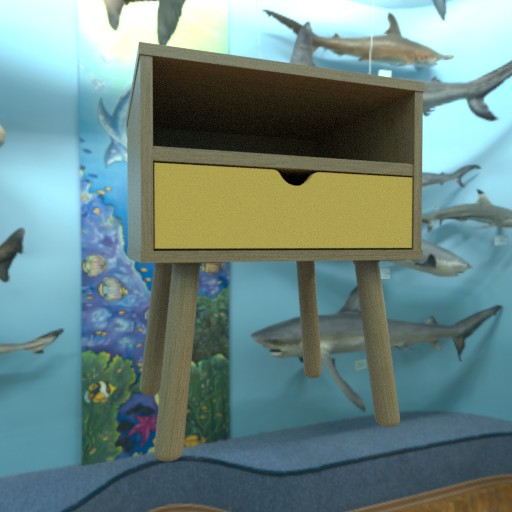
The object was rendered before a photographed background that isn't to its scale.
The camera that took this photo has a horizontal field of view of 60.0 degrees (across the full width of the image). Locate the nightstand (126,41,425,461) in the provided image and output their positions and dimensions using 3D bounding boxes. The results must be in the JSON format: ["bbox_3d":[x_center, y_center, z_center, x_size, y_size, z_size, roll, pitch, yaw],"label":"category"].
[{"bbox_3d":[0.000,0.000,0.836,0.450,0.571,0.380,-1,2,-19],"label":"nightstand"}]
